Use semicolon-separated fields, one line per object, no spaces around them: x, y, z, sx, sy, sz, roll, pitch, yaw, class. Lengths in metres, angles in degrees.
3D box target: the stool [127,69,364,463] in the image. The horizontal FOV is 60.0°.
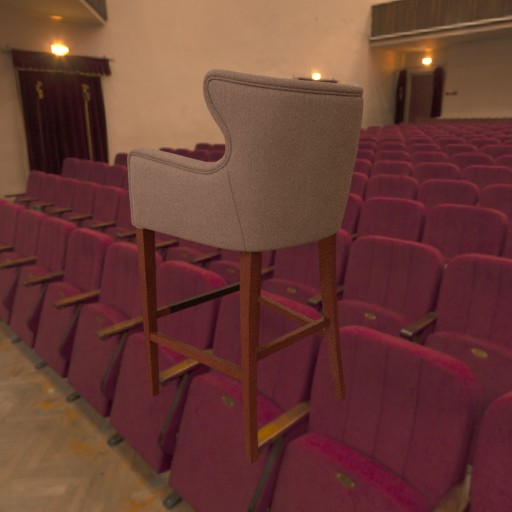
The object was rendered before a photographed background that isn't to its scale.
0.000;0.000;1.419;0.575;1.047;0.575;-15;23;-42;stool
